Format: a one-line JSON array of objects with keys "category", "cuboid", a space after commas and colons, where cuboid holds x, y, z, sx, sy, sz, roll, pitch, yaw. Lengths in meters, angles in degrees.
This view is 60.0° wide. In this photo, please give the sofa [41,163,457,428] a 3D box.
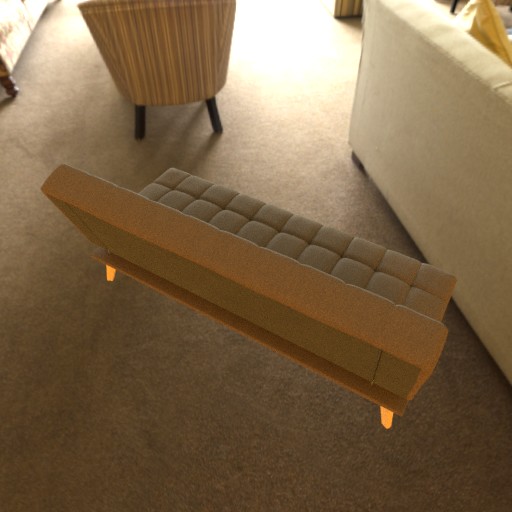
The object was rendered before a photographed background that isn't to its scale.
[{"category": "sofa", "cuboid": [0.000, 0.000, 2.187, 1.800, 0.810, 0.860, 23, 50, 21]}]
